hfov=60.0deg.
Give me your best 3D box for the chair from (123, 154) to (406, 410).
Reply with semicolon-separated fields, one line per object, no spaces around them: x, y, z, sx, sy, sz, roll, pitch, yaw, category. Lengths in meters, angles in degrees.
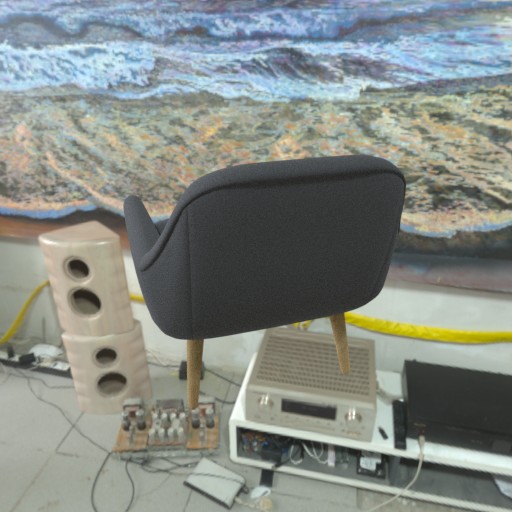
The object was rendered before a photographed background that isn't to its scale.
0.000;0.000;1.426;0.770;0.800;0.779;-8;28;-16;chair
